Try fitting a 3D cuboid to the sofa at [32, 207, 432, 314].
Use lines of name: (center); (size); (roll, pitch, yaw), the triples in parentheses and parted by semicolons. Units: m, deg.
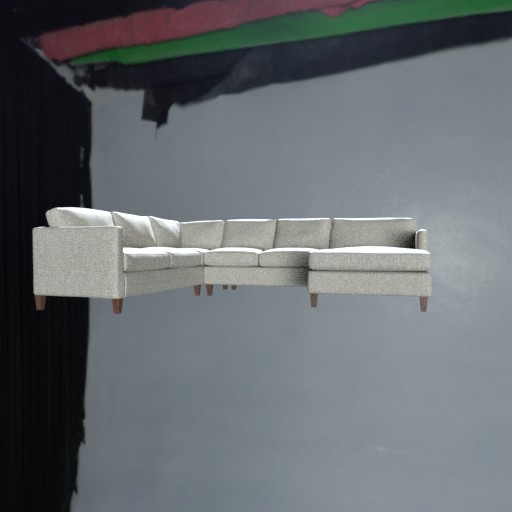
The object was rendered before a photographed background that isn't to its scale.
sofa: (0.000, 0.000, 4.664); (3.460, 0.959, 2.593); (0, 1, 18)
